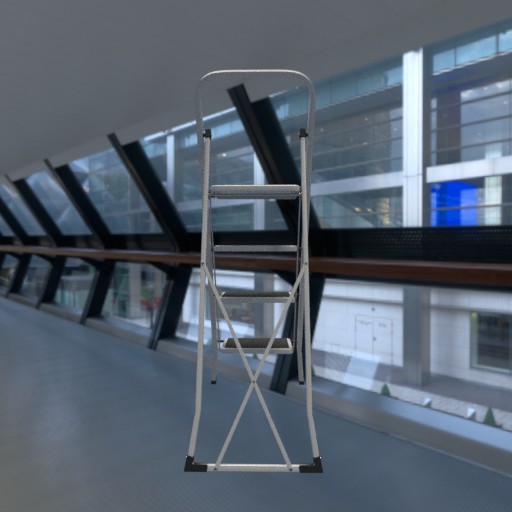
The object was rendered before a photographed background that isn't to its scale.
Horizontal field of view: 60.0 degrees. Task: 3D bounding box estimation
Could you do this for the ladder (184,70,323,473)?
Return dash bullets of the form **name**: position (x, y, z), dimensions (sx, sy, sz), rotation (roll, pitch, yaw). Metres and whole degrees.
- **ladder**: position (0.000, 0.000, 1.743), dimensions (0.460, 1.265, 0.914), rotation (0, 1, 1)
